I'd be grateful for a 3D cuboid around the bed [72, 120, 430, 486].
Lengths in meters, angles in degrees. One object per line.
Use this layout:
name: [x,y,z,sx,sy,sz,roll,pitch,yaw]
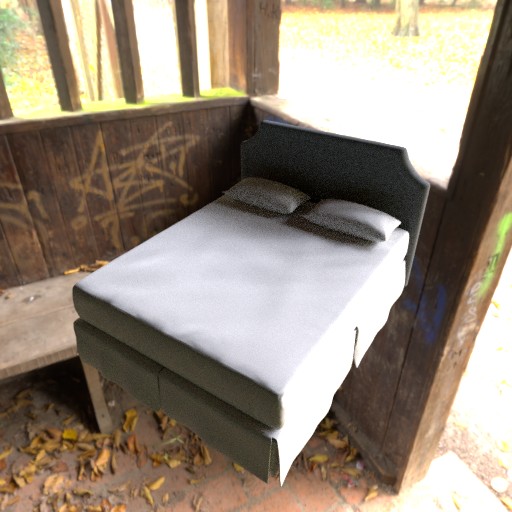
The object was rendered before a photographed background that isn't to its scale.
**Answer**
bed: [0.000,0.000,3.325,1.811,1.296,2.259,20,38,28]
